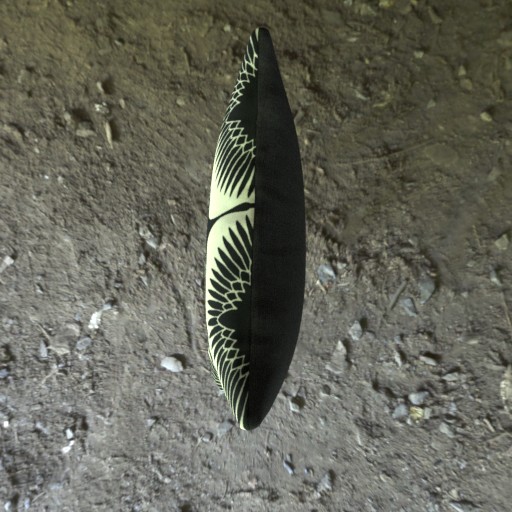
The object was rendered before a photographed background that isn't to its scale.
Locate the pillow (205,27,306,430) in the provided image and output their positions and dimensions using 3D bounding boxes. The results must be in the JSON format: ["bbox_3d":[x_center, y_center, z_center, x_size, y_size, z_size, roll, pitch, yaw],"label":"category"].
[{"bbox_3d":[0.000,0.000,0.653,0.139,0.432,0.432,1,76,0],"label":"pillow"}]
